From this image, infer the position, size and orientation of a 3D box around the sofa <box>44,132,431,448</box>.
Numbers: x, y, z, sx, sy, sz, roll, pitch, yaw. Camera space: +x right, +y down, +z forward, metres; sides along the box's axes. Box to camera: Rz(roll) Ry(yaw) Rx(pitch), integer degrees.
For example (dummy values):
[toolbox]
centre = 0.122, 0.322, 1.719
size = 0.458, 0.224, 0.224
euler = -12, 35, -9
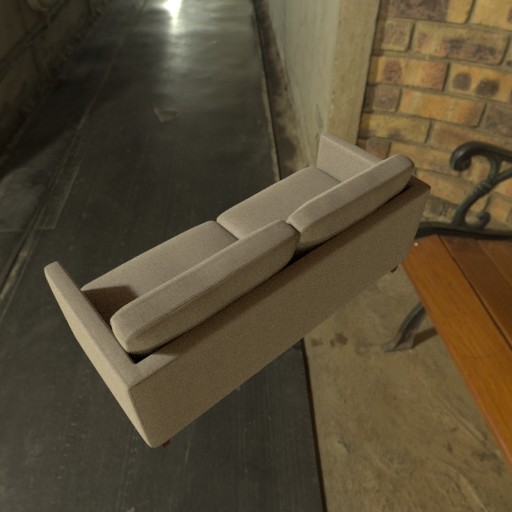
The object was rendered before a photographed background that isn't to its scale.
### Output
[sofa]
centre = 0.000, 0.000, 2.774
size = 2.208, 0.963, 0.956
euler = -31, 53, -27
